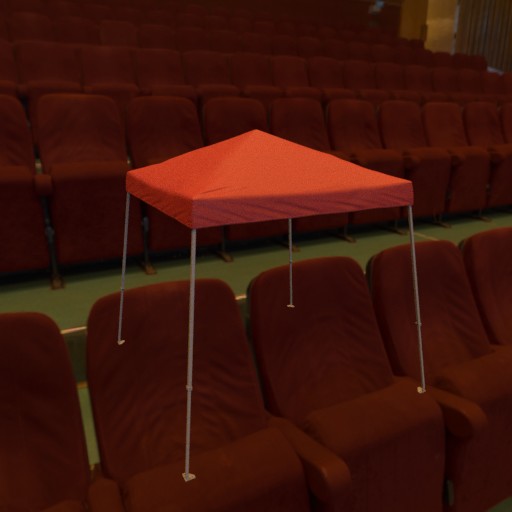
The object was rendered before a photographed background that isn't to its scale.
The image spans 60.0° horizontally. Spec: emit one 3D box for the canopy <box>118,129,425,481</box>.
[{"bbox_3d":[0.000,0.000,6.564,3.600,3.600,3.599,-8,18,-27],"label":"canopy"}]
